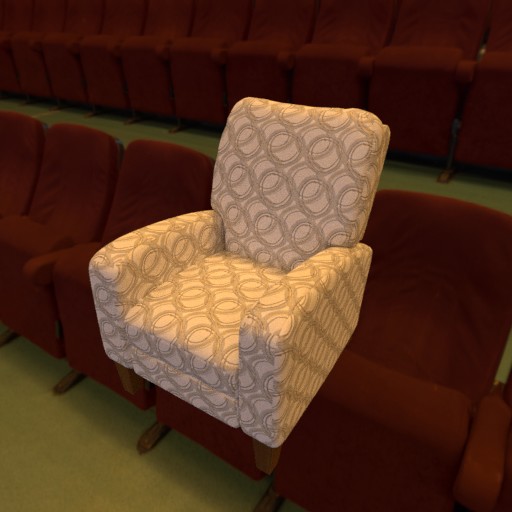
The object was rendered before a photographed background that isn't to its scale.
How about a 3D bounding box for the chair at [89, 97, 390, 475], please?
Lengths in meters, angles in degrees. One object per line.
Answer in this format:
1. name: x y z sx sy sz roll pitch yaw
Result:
1. chair: 0.000 0.000 1.751 0.796 1.065 0.995 18 34 28
